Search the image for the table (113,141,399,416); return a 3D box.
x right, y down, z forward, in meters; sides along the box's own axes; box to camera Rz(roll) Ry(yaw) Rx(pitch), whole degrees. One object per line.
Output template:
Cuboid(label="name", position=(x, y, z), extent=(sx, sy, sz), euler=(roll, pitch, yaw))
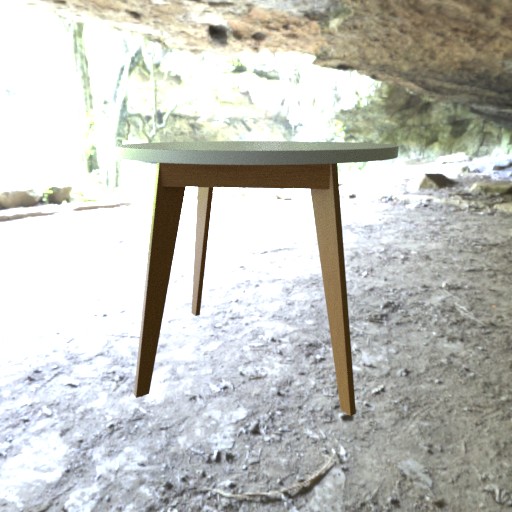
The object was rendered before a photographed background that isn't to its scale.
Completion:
Cuboid(label="table", position=(0.000, 0.000, 1.560), extent=(0.896, 0.762, 0.896), euler=(0, 16, 0))
